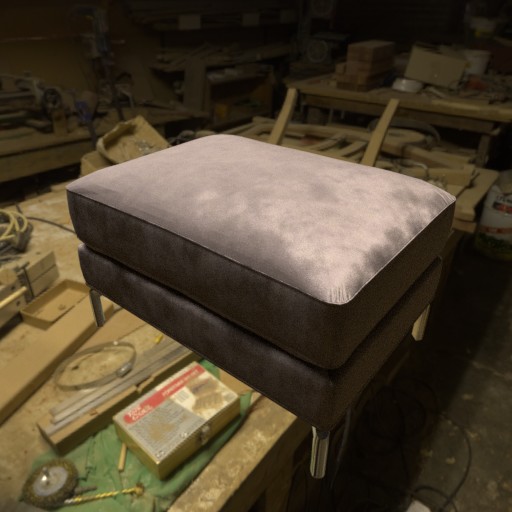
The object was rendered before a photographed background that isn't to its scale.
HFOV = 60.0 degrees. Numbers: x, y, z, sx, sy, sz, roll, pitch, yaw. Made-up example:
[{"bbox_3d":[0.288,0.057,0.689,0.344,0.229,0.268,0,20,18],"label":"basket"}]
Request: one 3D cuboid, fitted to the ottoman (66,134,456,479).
[{"bbox_3d":[0.000,0.000,1.050,0.719,0.456,0.520,22,37,33],"label":"ottoman"}]
